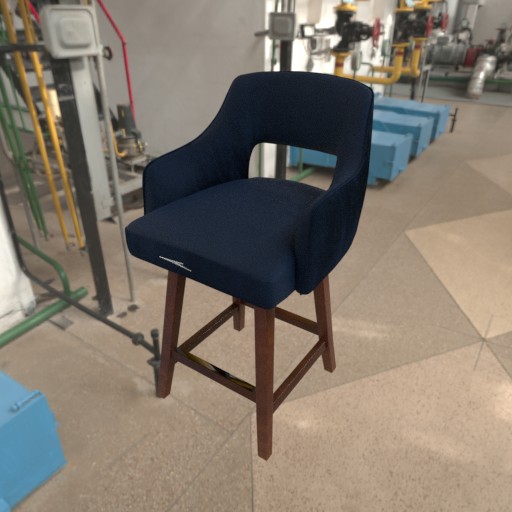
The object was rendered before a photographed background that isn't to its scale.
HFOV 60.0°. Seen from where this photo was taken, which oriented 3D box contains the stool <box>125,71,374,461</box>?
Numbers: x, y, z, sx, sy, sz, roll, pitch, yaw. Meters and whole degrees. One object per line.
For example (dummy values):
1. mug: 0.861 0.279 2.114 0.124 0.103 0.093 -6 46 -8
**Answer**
1. stool: 0.000 0.000 1.285 0.550 0.940 0.560 19 34 29
